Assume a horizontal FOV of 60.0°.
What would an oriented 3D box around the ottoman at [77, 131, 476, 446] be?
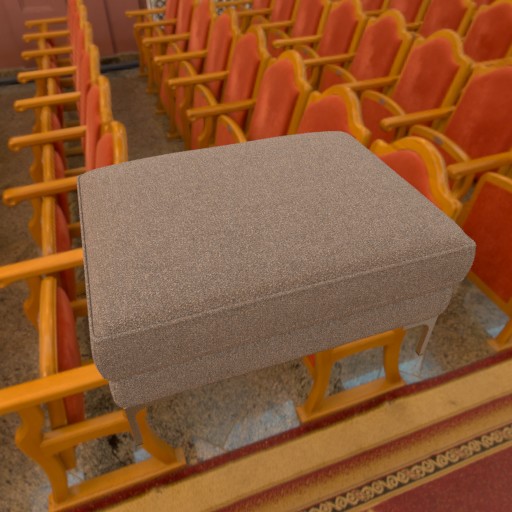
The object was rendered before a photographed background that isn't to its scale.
[{"bbox_3d":[0.000,0.000,1.120,0.785,0.464,0.583,-13,42,-15],"label":"ottoman"}]
